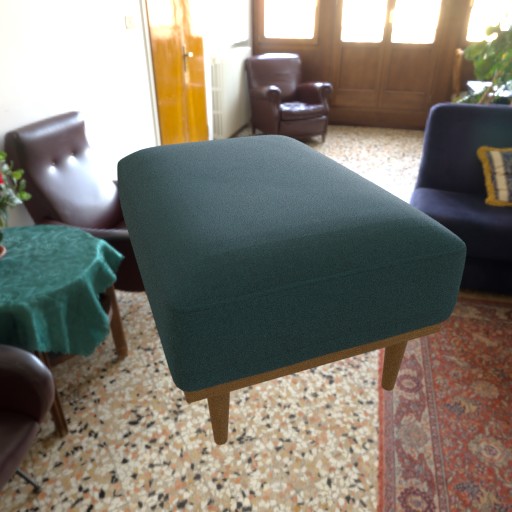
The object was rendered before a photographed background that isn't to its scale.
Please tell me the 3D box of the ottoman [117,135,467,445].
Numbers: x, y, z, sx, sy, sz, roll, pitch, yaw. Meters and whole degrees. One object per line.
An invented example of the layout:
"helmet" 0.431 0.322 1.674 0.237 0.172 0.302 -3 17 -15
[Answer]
"ottoman" 0.000 0.000 1.059 0.549 0.428 0.749 -11 31 -18
